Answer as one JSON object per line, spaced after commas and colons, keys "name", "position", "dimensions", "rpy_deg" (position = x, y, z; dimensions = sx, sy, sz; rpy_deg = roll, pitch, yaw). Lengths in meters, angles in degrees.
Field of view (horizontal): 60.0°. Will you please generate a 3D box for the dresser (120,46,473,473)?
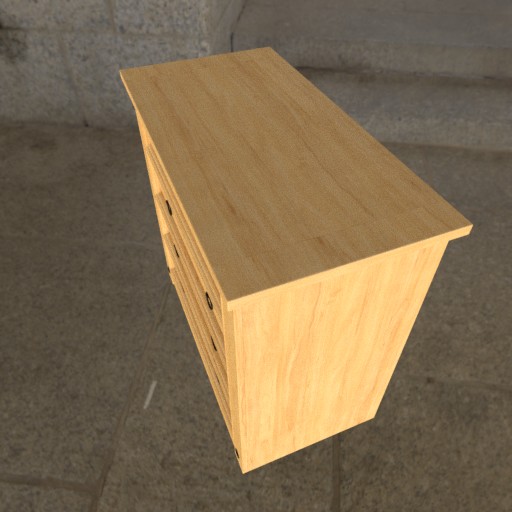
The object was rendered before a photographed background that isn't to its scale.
{"name": "dresser", "position": [0.000, 0.000, 1.160], "dimensions": [0.410, 0.730, 0.800], "rpy_deg": [-16, 47, -15]}
